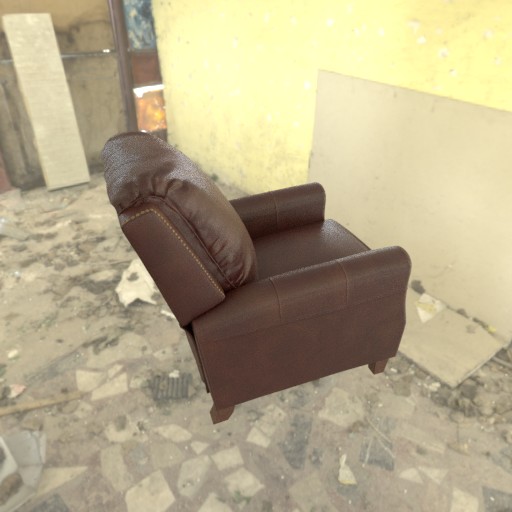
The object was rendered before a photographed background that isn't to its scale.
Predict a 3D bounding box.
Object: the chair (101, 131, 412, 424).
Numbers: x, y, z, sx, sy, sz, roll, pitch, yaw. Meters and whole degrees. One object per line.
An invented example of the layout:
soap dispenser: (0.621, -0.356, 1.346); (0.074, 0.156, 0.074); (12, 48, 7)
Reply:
chair: (0.000, 0.000, 1.872); (1.089, 1.022, 0.826); (-10, 33, -16)
